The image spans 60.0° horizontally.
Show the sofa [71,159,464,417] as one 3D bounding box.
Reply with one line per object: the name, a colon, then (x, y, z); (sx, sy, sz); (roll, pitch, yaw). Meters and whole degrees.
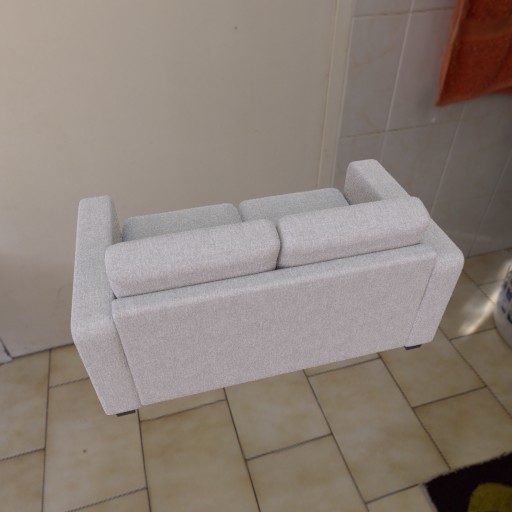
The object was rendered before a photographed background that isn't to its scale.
sofa: (0.000, 0.000, 2.072); (1.540, 0.800, 0.900); (-10, 42, -11)
